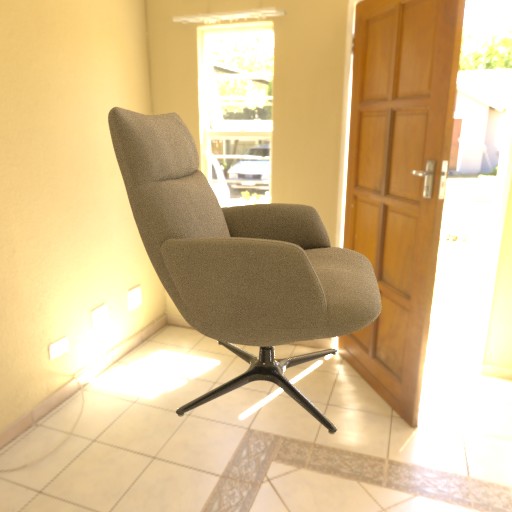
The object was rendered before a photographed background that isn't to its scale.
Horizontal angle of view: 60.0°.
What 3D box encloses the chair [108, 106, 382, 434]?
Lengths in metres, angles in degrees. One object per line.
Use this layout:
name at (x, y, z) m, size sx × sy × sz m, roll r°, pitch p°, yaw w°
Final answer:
chair at (0.000, 0.000, 1.614) m, size 0.889 × 1.016 × 0.711 m, roll 3°, pitch 16°, yaw 10°
